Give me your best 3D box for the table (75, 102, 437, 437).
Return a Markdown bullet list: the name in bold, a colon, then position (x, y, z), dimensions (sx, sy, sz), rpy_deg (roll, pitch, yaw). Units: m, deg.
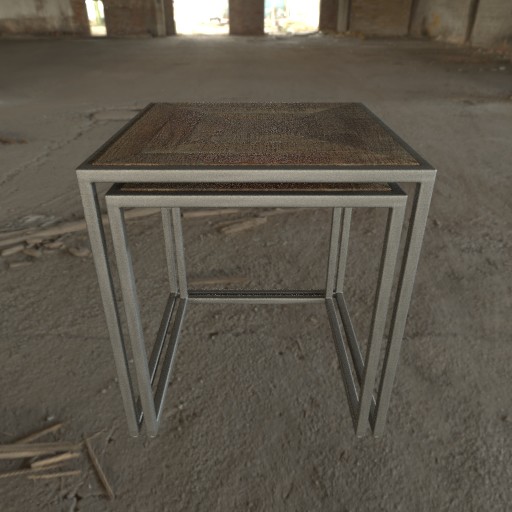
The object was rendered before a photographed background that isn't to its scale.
- **table**: position (0.000, 0.000, 0.864), dimensions (0.450, 0.500, 0.449), rpy_deg (0, 29, 0)
